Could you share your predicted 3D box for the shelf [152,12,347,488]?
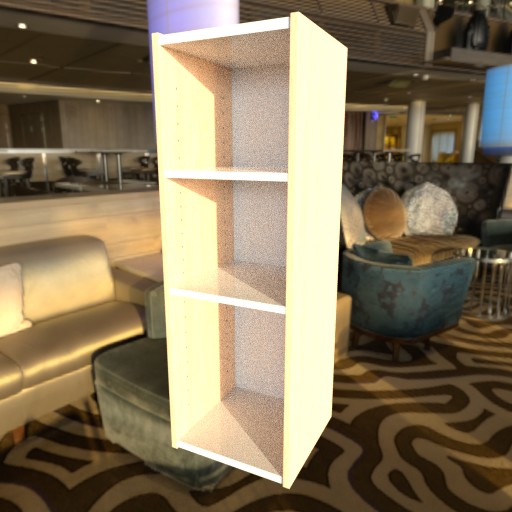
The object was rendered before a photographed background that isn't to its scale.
[{"bbox_3d":[0.000,0.000,1.007,0.300,0.900,0.290,7,15,26],"label":"shelf"}]
